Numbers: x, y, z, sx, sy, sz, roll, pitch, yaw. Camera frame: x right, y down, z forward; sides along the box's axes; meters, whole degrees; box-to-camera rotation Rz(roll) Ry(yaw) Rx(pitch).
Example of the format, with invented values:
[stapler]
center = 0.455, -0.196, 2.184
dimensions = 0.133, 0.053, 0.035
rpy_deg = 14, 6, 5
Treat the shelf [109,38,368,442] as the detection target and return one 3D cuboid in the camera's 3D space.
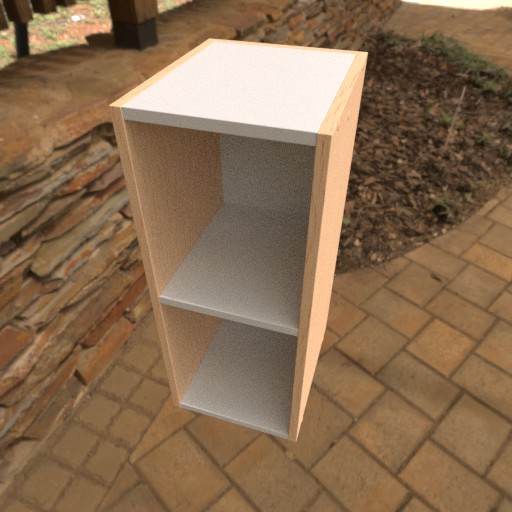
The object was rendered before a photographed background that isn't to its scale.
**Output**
[shelf]
center = 0.000, 0.000, 0.756
dimensions = 0.250, 0.600, 0.290
rpy_deg = 12, 41, 13
